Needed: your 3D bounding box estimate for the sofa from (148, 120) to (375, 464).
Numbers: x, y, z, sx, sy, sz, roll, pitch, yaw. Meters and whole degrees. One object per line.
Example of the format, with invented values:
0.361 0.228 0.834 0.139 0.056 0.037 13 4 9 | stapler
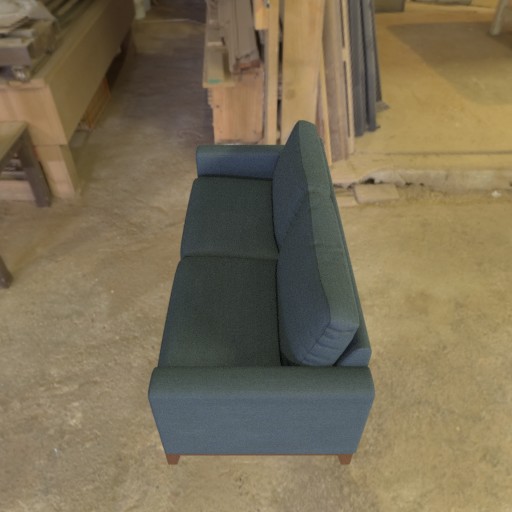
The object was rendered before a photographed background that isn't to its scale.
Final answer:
0.000 0.000 2.428 0.877 0.865 1.900 0 42 0 | sofa
